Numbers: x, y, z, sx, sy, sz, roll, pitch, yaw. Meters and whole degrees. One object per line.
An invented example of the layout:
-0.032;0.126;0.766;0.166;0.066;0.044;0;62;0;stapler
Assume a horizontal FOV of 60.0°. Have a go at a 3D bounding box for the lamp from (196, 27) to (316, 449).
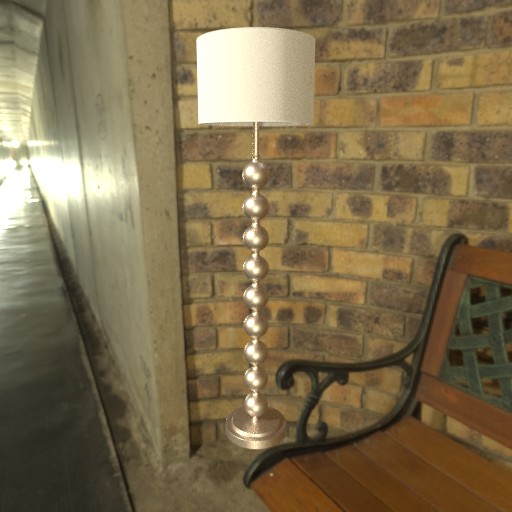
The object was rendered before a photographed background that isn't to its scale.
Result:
0.000;0.000;1.648;0.394;1.474;0.394;7;16;25;lamp
